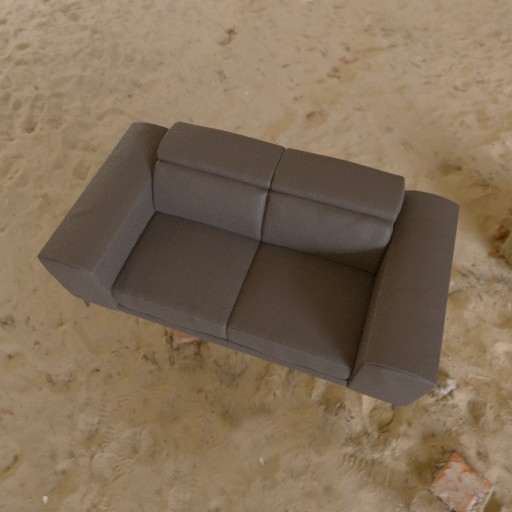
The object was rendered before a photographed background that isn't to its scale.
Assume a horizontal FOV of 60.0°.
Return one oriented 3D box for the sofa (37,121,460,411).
[{"bbox_3d":[0.000,0.000,2.374,1.895,0.779,1.003,16,60,10],"label":"sofa"}]
